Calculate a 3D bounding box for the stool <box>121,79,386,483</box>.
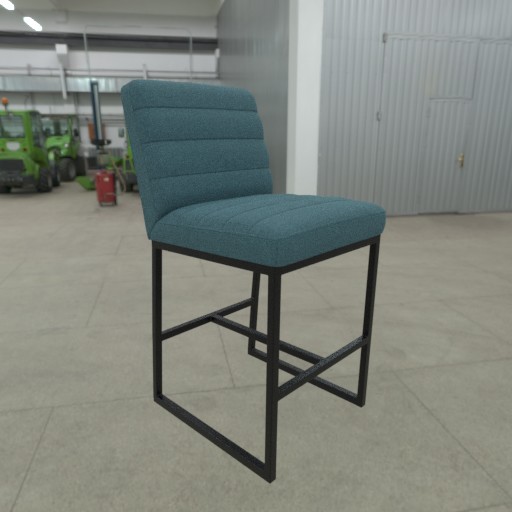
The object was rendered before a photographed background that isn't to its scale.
[{"bbox_3d":[0.000,0.000,1.249,0.560,0.940,0.460,15,21,42],"label":"stool"}]
